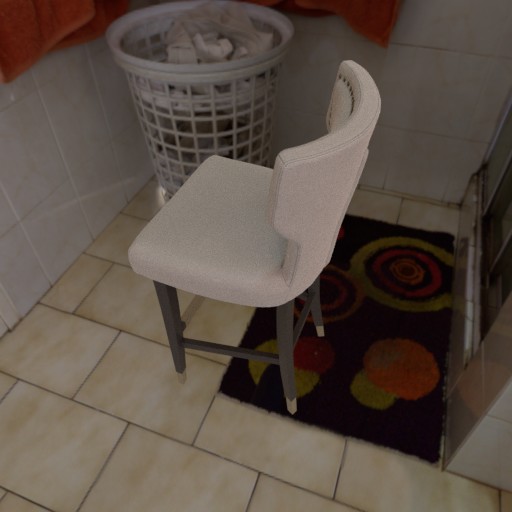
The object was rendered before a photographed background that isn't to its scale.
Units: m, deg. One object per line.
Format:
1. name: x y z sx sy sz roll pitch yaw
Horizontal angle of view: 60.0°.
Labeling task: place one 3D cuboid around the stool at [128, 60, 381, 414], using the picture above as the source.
1. stool: 0.000 0.000 1.399 0.563 1.092 0.526 17 48 16
